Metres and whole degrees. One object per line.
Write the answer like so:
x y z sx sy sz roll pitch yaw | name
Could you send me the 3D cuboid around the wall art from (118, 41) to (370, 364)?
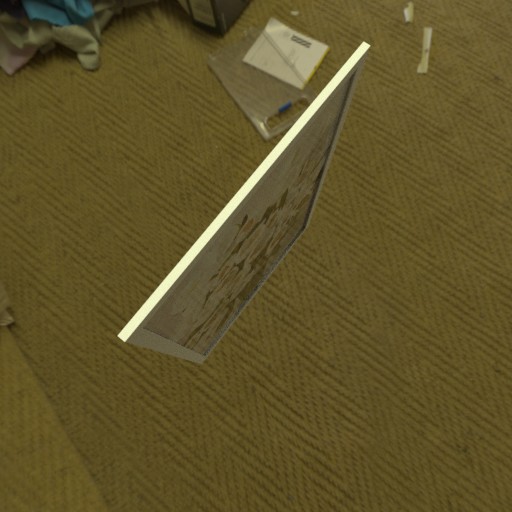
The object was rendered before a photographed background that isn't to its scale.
0.000 0.000 1.193 0.015 0.965 0.660 36 77 9 | wall art
